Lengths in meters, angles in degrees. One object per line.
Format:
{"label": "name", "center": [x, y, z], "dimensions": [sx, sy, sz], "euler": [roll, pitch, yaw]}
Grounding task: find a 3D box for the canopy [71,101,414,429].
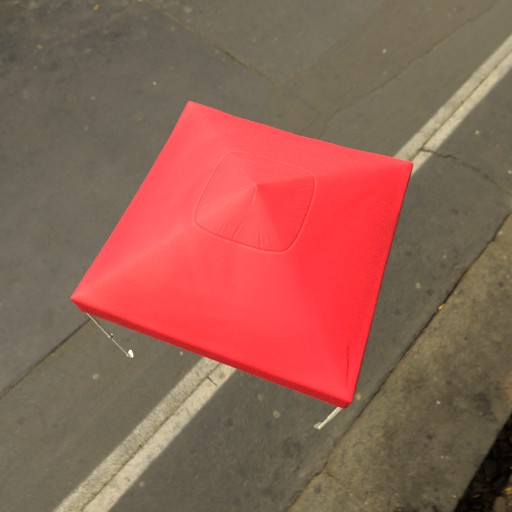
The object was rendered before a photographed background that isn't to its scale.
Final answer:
{"label": "canopy", "center": [0.000, 0.000, 5.604], "dimensions": [2.996, 2.997, 2.998], "euler": [18, 64, 9]}
